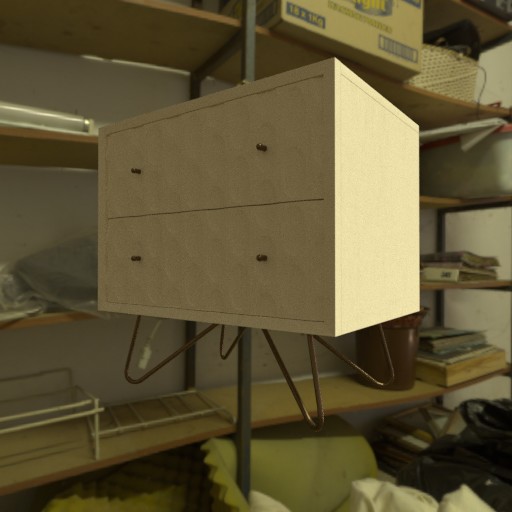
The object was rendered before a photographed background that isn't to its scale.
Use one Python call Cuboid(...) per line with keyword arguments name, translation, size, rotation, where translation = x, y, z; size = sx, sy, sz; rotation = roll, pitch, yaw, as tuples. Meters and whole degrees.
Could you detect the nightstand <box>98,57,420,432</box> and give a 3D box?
Cuboid(name="nightstand", translation=(0.000, 0.000, 1.030), size=(0.614, 0.604, 0.447), rotation=(0, -1, 37))
